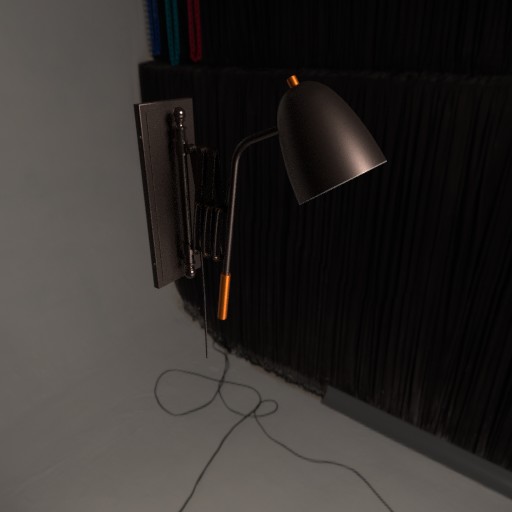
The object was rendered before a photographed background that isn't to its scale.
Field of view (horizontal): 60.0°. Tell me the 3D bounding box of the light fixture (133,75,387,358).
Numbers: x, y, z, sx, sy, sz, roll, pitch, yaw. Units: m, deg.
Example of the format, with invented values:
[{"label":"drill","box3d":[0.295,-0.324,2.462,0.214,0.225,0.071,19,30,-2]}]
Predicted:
[{"label":"light fixture","box3d":[0.000,0.000,0.938,0.499,0.715,0.162,18,31,32]}]
